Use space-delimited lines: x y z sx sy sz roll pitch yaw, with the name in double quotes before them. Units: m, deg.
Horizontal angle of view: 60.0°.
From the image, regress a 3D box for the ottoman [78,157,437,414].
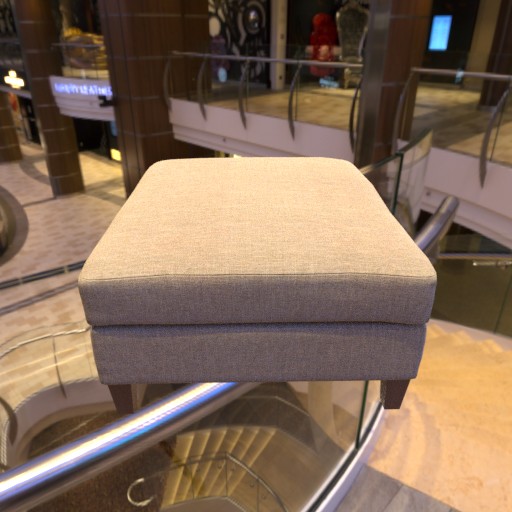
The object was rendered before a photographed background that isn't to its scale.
"ottoman" 0.000 0.000 1.491 0.836 0.492 0.976 -1 27 -1
